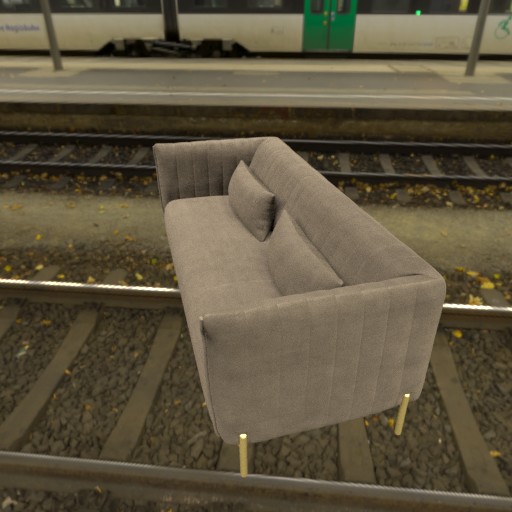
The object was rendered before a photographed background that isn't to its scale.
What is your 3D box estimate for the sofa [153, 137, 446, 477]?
[{"bbox_3d":[0.000,0.000,2.394,0.876,0.780,1.980,-8,31,-13],"label":"sofa"}]
